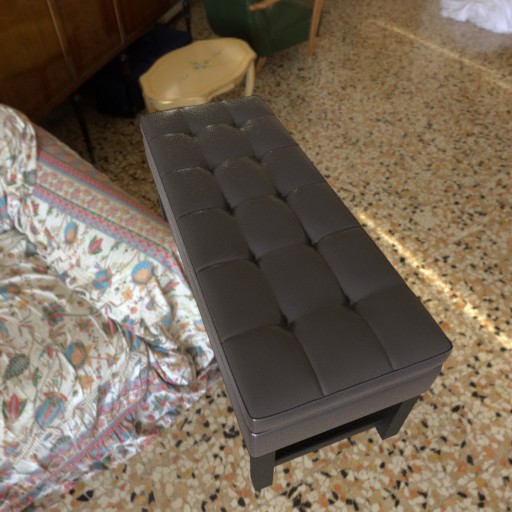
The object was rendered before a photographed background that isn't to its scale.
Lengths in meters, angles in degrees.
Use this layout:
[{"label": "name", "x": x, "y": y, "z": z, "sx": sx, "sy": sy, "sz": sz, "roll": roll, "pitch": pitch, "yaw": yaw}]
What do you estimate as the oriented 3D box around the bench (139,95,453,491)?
[{"label": "bench", "x": 0.000, "y": 0.000, "z": 1.310, "sx": 0.432, "sy": 0.460, "sz": 1.105, "roll": -15, "pitch": 49, "yaw": -14}]
